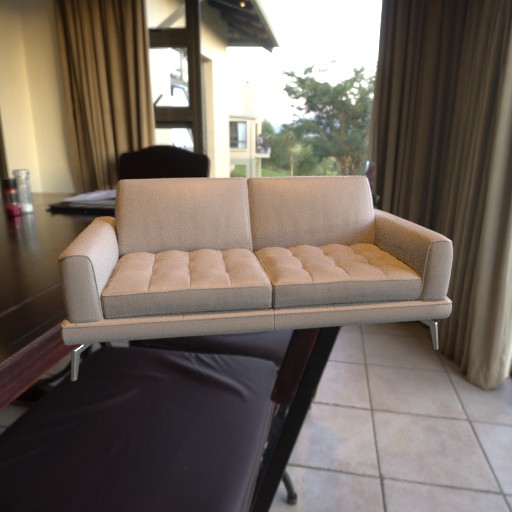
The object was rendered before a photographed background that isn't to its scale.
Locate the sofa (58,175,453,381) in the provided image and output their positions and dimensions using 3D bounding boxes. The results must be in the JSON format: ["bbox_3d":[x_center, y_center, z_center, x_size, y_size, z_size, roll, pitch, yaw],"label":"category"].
[{"bbox_3d":[0.000,0.000,2.832,2.177,0.930,1.121,-2,16,-9],"label":"sofa"}]
